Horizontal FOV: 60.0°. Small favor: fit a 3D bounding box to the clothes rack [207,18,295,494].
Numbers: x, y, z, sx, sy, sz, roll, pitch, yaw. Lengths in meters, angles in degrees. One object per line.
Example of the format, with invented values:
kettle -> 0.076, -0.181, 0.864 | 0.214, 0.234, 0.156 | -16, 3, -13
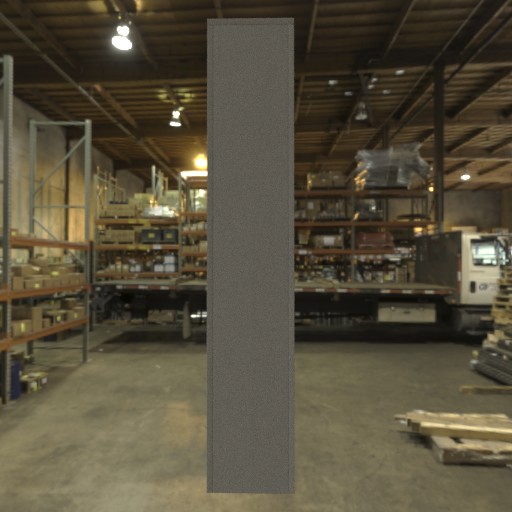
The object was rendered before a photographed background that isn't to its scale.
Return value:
clothes rack -> 0.000, 0.000, 1.569 | 0.250, 1.280, 0.750 | 0, -1, 1
